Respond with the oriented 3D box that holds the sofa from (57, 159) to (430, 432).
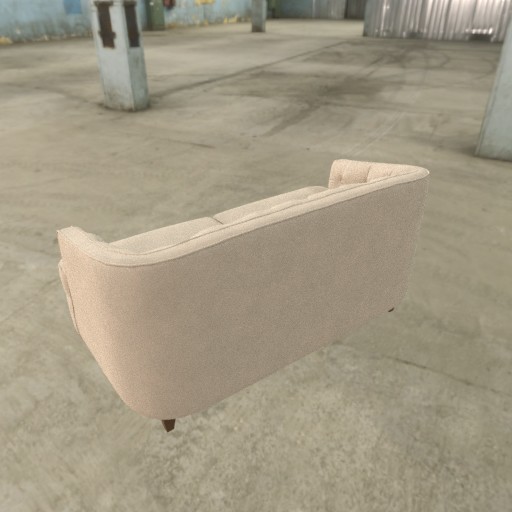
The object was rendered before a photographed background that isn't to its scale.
[{"bbox_3d":[0.000,0.000,2.263,1.731,0.878,0.940,-20,35,-31],"label":"sofa"}]
